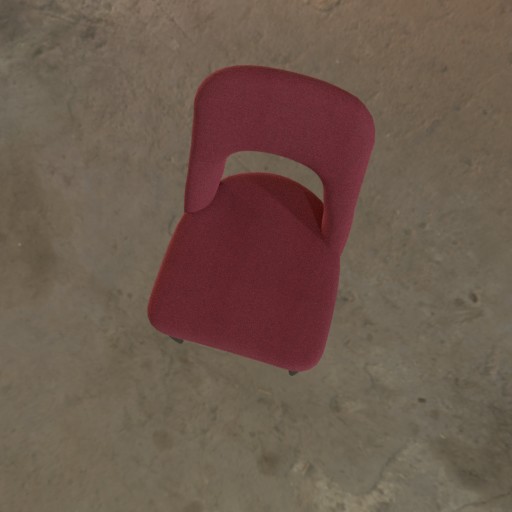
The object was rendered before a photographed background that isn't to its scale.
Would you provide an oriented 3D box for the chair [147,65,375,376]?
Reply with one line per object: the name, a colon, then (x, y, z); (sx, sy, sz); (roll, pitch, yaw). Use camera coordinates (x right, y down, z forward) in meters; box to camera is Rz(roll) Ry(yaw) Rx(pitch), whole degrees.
chair: (0.000, 0.000, 1.231); (0.483, 0.892, 0.569); (15, 77, 4)
